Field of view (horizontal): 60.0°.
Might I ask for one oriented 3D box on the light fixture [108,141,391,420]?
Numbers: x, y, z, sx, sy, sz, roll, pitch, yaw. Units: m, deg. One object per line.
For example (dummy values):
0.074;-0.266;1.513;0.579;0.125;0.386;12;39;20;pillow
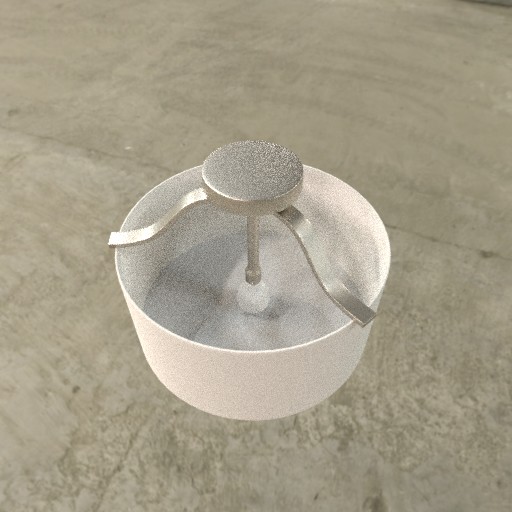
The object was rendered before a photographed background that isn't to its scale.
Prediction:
0.000;0.000;0.651;0.395;0.304;0.395;0;46;0;light fixture
